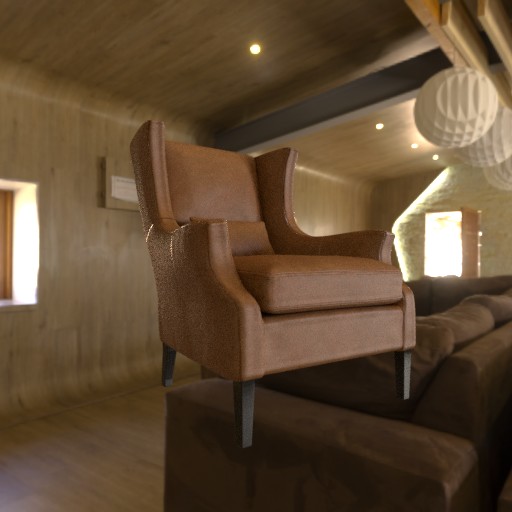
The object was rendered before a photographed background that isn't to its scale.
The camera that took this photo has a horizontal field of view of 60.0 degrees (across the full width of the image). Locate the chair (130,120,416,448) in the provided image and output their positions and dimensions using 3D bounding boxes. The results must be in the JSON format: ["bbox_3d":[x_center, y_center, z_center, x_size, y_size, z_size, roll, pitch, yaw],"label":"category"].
[{"bbox_3d":[0.000,0.000,1.714,0.852,1.016,0.925,1,-1,-36],"label":"chair"}]
